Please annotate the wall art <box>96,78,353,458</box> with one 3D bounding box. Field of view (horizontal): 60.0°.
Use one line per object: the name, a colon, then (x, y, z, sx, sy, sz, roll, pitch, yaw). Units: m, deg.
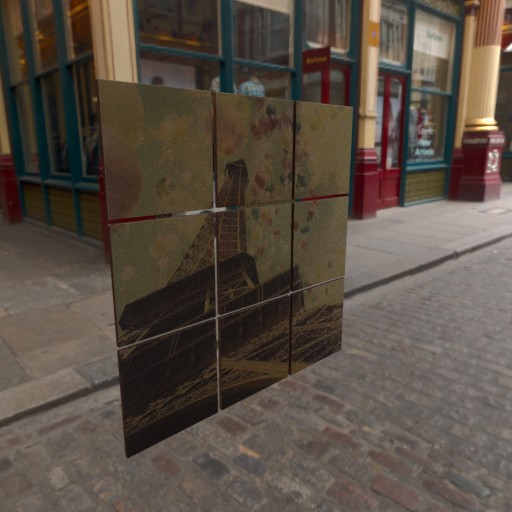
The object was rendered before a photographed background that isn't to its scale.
wall art: (0.000, 0.000, 1.831, 1.256, 1.246, 0.017, -13, 18, -42)
